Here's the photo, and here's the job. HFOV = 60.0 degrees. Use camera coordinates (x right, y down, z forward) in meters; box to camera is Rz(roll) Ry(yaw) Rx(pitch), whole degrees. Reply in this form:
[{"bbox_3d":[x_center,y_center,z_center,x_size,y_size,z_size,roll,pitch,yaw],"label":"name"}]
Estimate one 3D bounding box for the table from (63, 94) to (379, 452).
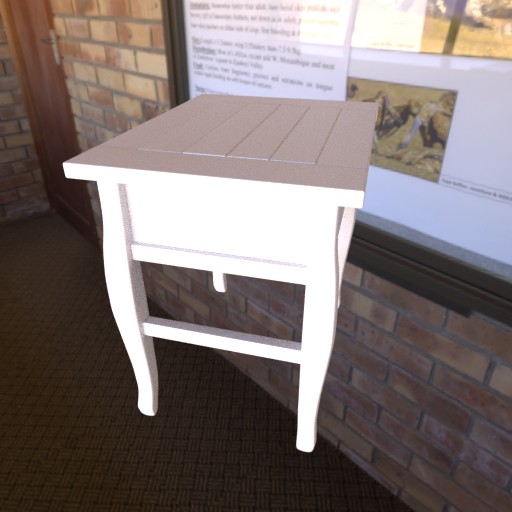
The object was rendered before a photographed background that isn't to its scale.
[{"bbox_3d":[0.000,0.000,1.037,0.463,0.605,0.599,8,31,13],"label":"table"}]
